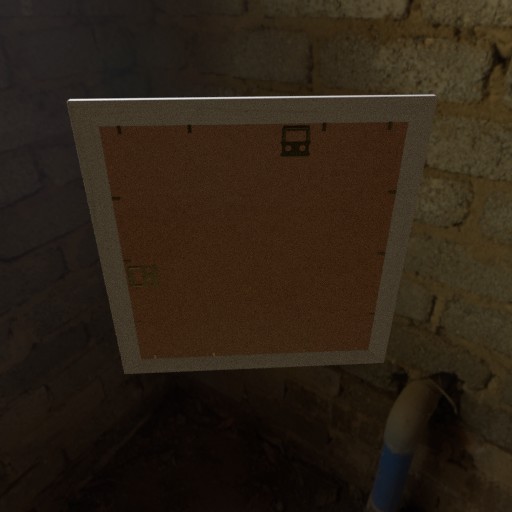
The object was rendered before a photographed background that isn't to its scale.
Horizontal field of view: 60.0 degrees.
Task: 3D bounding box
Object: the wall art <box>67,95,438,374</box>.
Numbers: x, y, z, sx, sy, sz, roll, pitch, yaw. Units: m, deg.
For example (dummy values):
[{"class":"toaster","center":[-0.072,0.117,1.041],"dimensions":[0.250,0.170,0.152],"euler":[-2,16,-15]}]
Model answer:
[{"class":"wall art","center":[0.000,0.000,0.851],"dimensions":[0.584,0.584,0.013],"euler":[-2,31,-3]}]
